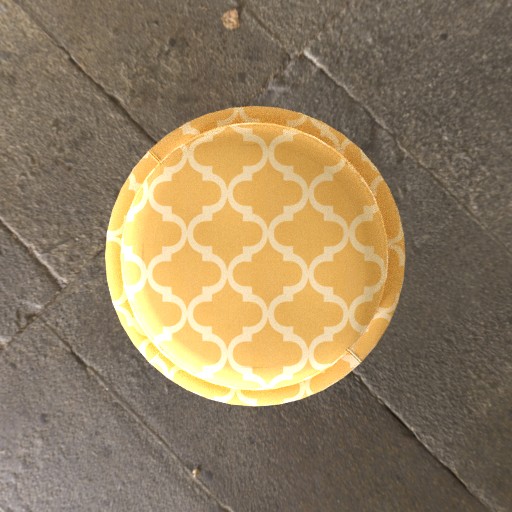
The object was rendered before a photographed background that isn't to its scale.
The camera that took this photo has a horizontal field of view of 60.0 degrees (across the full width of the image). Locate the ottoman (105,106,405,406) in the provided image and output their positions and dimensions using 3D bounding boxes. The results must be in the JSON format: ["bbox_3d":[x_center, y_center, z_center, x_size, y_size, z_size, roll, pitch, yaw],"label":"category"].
[{"bbox_3d":[0.000,0.000,0.837,0.480,0.429,0.480,0,90,1],"label":"ottoman"}]
